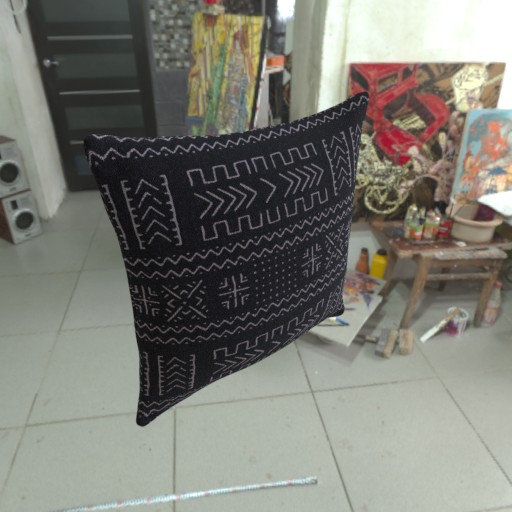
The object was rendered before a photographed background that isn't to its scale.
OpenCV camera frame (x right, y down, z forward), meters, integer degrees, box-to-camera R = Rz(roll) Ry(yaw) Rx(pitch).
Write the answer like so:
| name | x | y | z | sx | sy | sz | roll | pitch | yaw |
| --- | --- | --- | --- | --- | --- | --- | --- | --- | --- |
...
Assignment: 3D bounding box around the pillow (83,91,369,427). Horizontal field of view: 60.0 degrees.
| name | x | y | z | sx | sy | sz | roll | pitch | yaw |
| --- | --- | --- | --- | --- | --- | --- | --- | --- | --- |
| pillow | 0.000 | 0.000 | 0.659 | 0.438 | 0.430 | 0.164 | -22 | 37 | -32 |
